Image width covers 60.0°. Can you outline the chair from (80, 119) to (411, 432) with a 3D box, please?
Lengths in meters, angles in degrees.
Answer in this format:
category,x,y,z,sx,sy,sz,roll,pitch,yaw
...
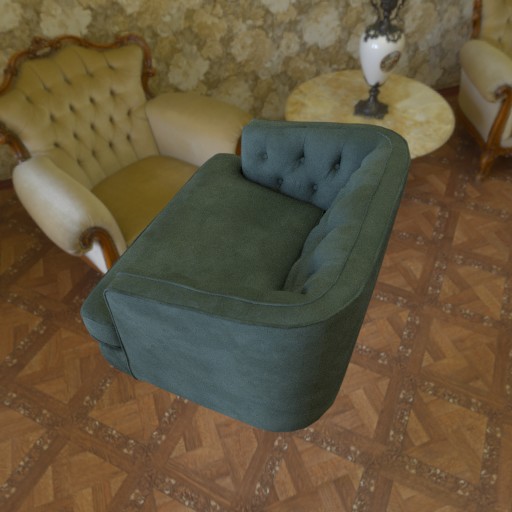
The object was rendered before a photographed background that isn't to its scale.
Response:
category,x,y,z,sx,sy,sz,roll,pitch,yaw
chair,0.000,0.000,1.776,0.941,0.852,1.104,18,49,16
